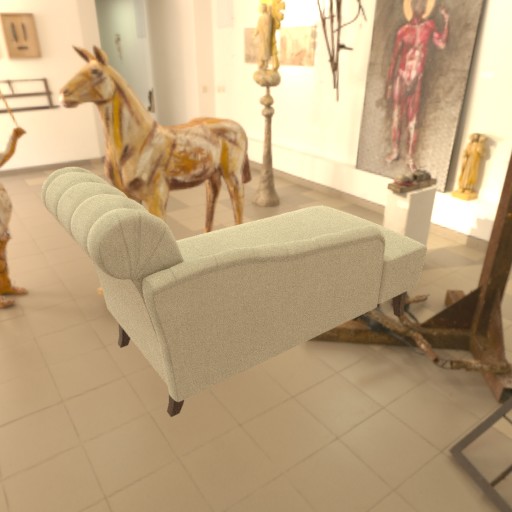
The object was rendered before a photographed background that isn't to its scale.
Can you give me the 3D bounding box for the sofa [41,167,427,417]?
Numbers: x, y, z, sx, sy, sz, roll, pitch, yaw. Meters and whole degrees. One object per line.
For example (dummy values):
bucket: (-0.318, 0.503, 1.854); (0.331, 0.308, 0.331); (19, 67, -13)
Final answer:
sofa: (0.000, 0.000, 1.788); (1.379, 0.787, 0.675); (-18, 31, -32)
